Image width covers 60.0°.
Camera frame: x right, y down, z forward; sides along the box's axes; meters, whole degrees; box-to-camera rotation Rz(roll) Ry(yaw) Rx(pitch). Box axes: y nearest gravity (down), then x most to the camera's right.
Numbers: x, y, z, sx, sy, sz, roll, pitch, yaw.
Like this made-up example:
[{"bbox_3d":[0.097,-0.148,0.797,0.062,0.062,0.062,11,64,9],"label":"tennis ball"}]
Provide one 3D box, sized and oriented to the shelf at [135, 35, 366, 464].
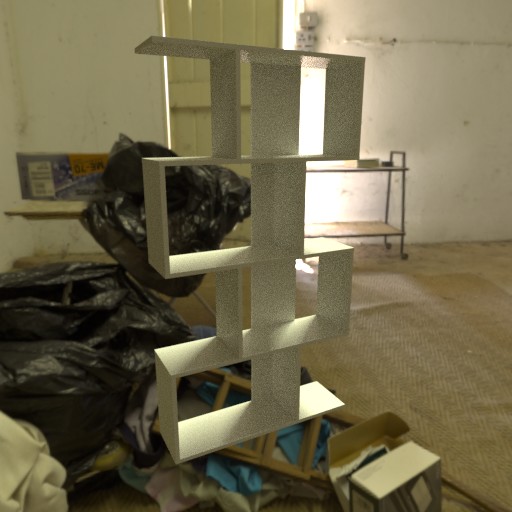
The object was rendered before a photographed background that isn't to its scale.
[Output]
[{"bbox_3d":[0.000,0.000,1.955,0.890,1.650,0.250,-8,17,-26],"label":"shelf"}]
